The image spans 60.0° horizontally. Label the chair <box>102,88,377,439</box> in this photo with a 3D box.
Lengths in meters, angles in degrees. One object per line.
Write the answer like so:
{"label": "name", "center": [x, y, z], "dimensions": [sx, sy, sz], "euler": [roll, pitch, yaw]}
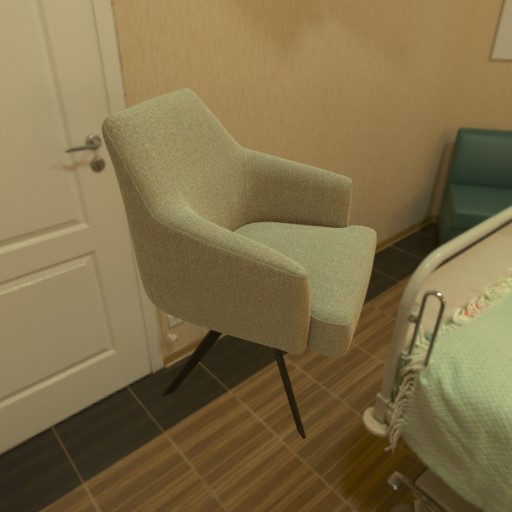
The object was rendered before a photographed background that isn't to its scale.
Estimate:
{"label": "chair", "center": [0.000, 0.000, 1.346], "dimensions": [0.677, 0.874, 0.642], "euler": [11, 32, 17]}
